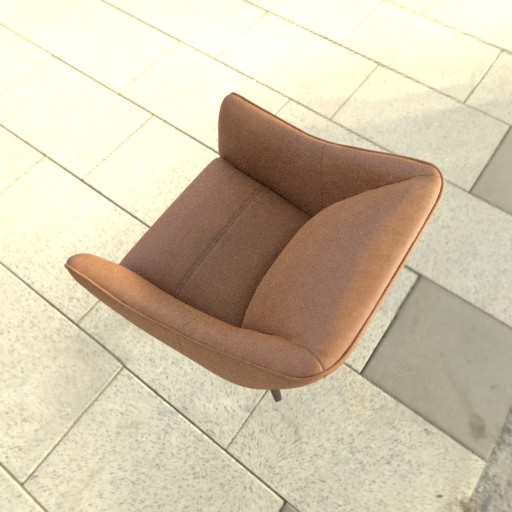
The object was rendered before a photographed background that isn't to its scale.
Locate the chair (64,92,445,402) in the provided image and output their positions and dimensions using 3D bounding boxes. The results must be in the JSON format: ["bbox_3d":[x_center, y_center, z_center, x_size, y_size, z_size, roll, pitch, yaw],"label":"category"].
[{"bbox_3d":[0.000,0.000,1.537,0.852,0.830,0.871,31,68,14],"label":"chair"}]
